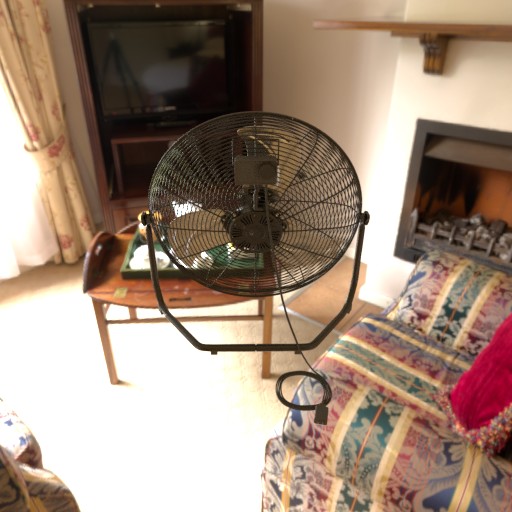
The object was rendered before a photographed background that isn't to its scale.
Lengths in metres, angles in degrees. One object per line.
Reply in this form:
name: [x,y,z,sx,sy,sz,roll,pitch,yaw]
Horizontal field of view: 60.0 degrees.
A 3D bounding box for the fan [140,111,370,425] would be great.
fan: [0.000,0.000,0.922,0.555,0.546,0.424,0,30,0]
